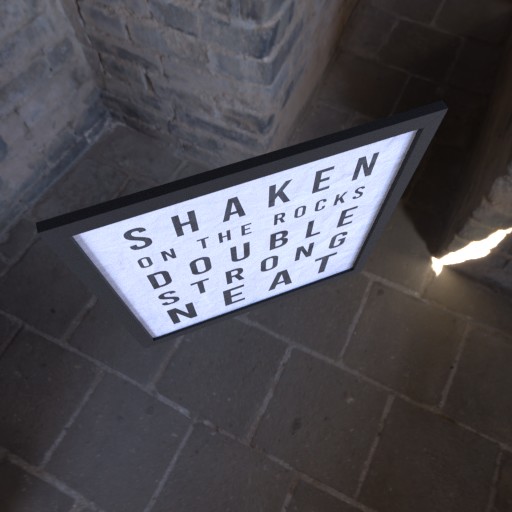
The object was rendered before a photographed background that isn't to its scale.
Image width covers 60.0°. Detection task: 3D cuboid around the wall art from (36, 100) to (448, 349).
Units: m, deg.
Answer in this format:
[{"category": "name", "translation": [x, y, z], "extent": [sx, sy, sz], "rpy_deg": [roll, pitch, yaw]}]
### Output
[{"category": "wall art", "translation": [0.000, 0.000, 0.672], "extent": [0.456, 0.458, 0.013], "rpy_deg": [-19, 66, -9]}]
